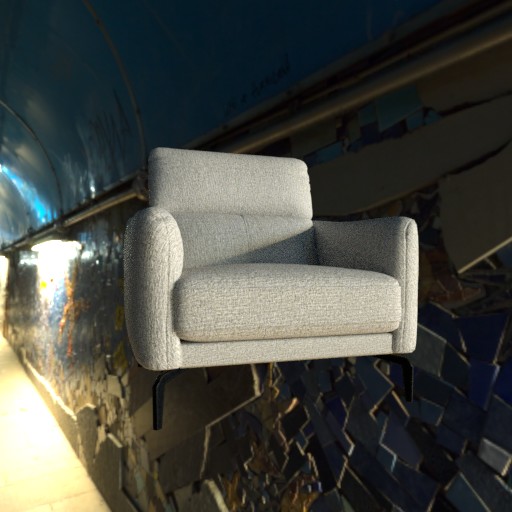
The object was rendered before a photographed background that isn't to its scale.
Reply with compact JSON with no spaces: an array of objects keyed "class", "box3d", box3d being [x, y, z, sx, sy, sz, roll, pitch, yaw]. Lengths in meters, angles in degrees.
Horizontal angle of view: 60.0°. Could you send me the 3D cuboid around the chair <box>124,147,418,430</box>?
[{"class":"chair","box3d":[0.000,0.000,1.706,0.972,0.967,0.835,0,-1,-18]}]
